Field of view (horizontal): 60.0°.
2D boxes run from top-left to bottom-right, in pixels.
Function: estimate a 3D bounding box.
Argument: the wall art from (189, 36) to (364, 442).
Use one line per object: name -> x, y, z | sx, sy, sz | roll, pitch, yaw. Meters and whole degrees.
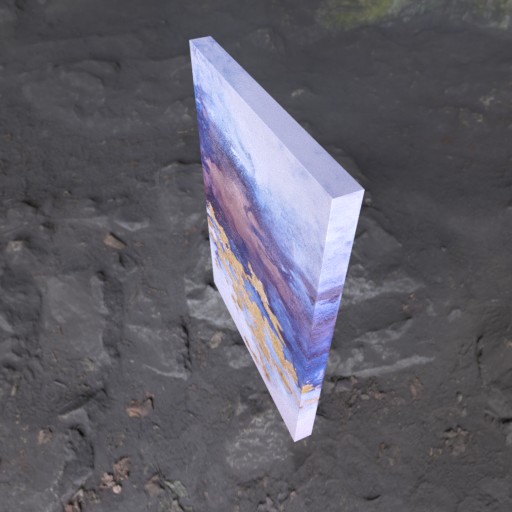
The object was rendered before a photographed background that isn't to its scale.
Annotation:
wall art -> 0.000, 0.000, 0.771 | 0.036, 0.581, 0.437 | -18, 48, -16
